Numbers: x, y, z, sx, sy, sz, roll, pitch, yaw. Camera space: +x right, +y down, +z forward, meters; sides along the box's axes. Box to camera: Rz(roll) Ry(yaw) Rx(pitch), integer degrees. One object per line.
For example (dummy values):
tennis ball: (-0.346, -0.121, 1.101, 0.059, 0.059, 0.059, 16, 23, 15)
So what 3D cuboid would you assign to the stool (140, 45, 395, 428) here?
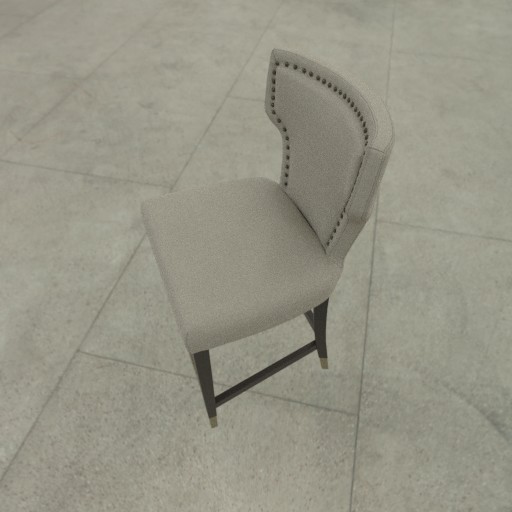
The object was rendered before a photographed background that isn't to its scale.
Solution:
stool: (0.000, 0.000, 1.312, 0.563, 0.982, 0.527, -16, 49, -15)
